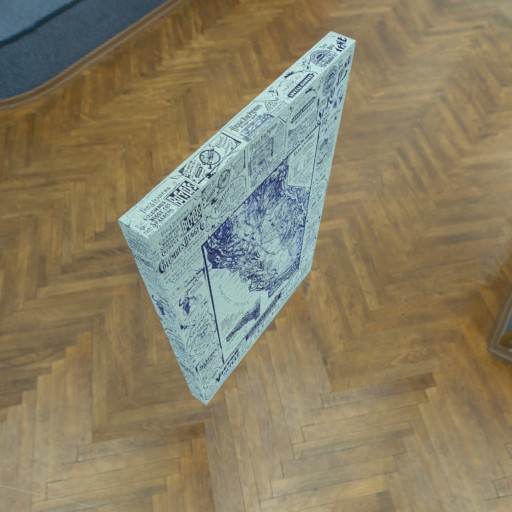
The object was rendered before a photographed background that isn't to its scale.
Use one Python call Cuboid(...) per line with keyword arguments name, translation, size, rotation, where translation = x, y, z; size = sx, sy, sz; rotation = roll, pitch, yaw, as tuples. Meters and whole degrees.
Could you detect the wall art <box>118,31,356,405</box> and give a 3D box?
Cuboid(name="wall art", translation=(0.000, 0.000, 0.481), size=(0.025, 0.376, 0.255), rotation=(31, 62, 19))
